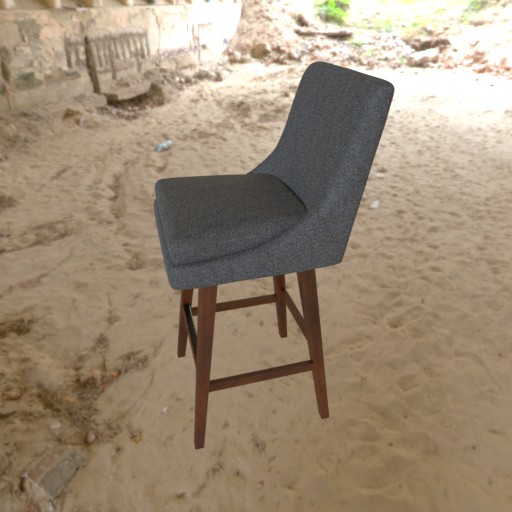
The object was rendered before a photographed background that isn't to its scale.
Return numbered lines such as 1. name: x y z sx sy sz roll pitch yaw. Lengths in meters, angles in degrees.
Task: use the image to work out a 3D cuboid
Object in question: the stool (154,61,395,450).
1. stool: 0.000 0.000 1.382 0.572 1.068 0.489 -8 31 -14
